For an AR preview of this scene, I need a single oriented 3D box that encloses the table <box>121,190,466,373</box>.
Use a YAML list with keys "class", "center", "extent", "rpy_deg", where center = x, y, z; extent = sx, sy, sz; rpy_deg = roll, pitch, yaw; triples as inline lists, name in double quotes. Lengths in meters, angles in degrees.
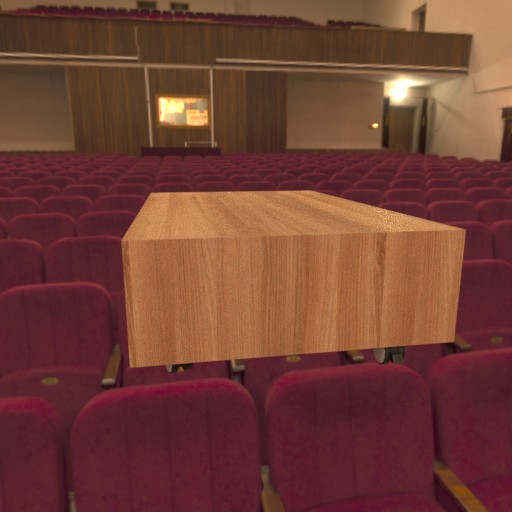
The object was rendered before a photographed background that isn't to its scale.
- class: "table"
  center: [0.000, 0.000, 1.437]
  extent: [0.700, 0.330, 1.100]
  rpy_deg: [-2, 13, -10]
